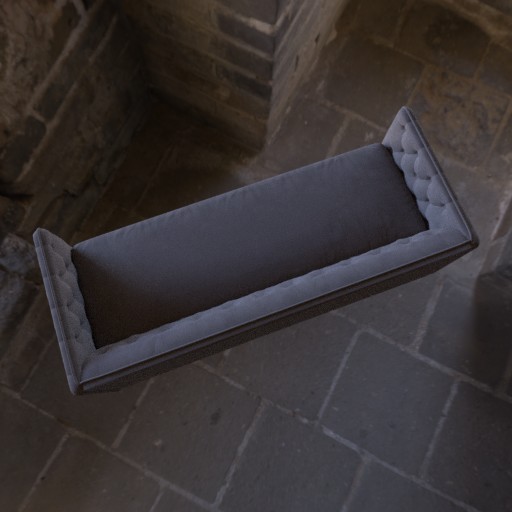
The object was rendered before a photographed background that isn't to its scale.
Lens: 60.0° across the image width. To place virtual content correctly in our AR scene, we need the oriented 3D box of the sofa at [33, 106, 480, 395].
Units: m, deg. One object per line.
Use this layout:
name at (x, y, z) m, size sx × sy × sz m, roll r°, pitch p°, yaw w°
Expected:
sofa at (0.000, 0.000, 2.637) m, size 2.209 × 0.771 × 0.895 m, roll -19°, pitch 76°, yaw -5°
